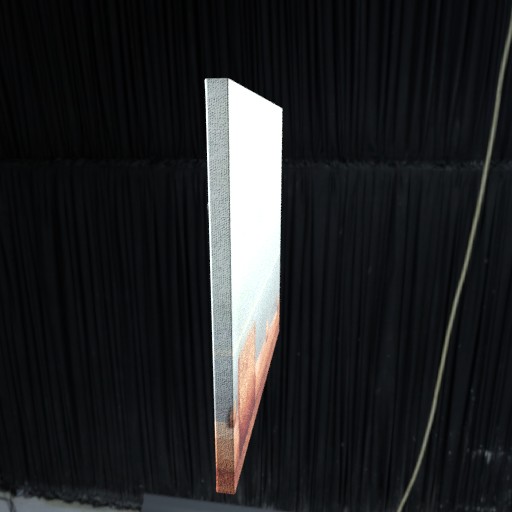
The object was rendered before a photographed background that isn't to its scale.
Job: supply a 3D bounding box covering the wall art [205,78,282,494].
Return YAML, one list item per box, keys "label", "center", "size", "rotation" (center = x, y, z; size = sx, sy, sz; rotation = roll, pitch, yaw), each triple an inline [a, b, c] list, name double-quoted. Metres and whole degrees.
- label: "wall art"
  center: [0.000, 0.000, 1.131]
  size: [0.042, 0.760, 0.760]
  rotation: [2, 15, 9]
